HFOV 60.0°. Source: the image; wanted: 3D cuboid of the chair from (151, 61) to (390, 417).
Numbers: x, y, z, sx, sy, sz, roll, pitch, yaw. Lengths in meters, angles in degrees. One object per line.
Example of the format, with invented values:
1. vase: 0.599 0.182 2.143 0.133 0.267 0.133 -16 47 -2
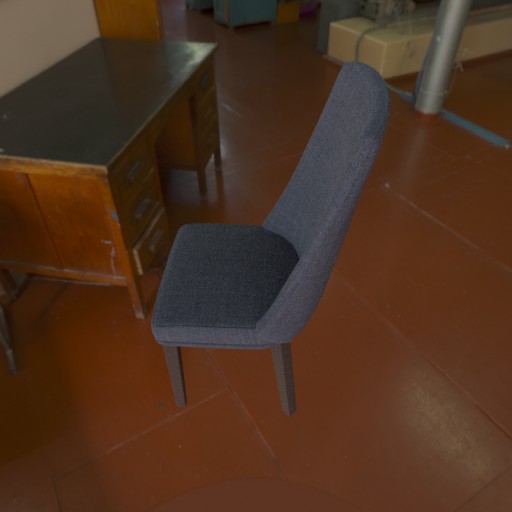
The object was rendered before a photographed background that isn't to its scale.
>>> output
1. chair: 0.000 0.000 1.330 0.577 1.050 0.510 2 42 2
